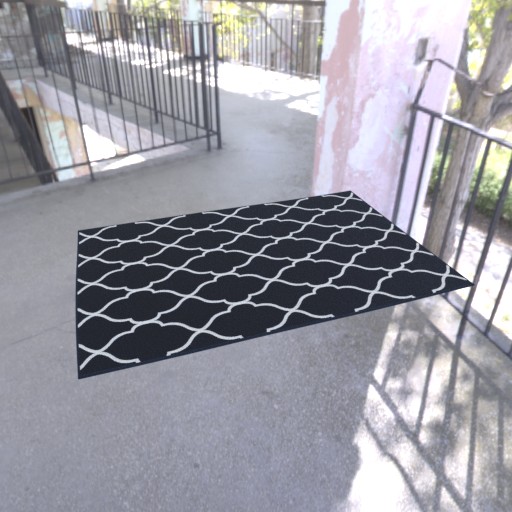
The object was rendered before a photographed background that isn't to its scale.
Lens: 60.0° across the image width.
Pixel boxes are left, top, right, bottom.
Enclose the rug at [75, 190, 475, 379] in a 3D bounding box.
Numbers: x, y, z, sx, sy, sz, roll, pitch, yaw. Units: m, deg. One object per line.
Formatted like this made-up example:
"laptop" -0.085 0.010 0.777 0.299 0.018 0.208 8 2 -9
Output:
"rug" 0.000 0.000 2.975 2.290 0.014 1.526 -10 33 -16
